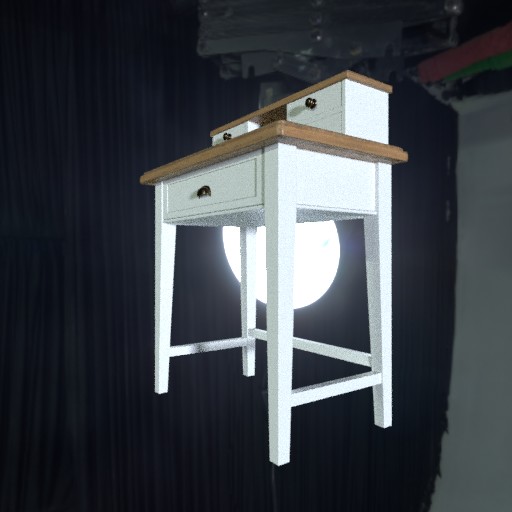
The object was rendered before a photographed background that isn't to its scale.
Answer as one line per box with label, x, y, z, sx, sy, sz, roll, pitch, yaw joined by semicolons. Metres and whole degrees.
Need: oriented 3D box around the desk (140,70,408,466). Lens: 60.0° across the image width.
desk;0.000;0.000;1.436;0.462;0.981;0.814;0;0;-36
